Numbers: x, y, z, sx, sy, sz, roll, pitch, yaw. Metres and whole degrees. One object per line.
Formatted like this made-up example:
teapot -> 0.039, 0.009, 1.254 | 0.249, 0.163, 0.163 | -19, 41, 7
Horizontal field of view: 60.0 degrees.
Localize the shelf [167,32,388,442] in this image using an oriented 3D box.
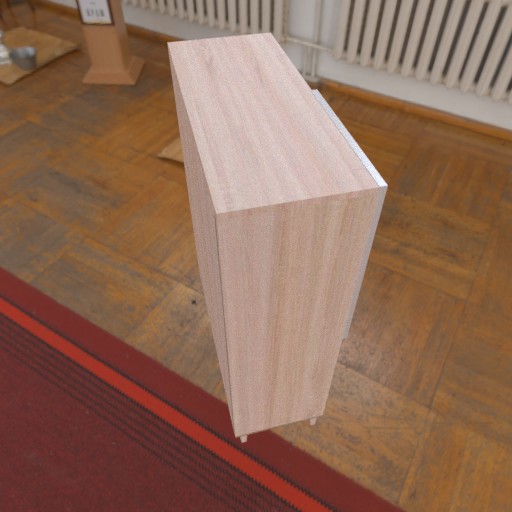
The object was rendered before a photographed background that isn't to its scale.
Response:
shelf -> 0.000, 0.000, 1.862 | 0.434, 1.405, 0.995 | -10, 47, -10
